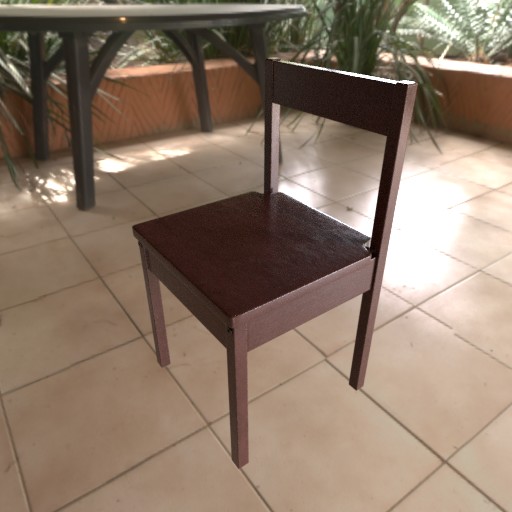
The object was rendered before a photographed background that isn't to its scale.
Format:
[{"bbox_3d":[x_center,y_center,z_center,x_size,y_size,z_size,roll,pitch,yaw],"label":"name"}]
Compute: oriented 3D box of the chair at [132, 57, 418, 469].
[{"bbox_3d":[0.000,0.000,0.885,0.361,0.668,0.367,-21,37,-30],"label":"chair"}]
